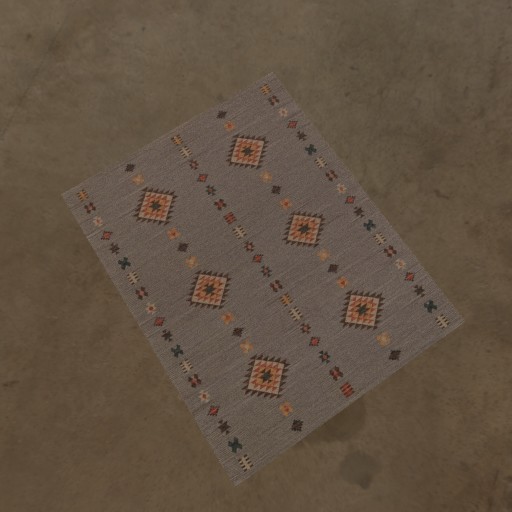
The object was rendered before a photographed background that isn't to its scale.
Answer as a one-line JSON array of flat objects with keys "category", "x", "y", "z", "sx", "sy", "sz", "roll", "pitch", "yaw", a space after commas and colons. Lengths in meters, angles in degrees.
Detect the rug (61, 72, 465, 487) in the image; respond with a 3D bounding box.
[{"category": "rug", "x": 0.000, "y": 0.000, "z": 4.059, "sx": 2.425, "sy": 0.008, "sz": 3.035, "roll": -33, "pitch": 78, "yaw": -8}]
